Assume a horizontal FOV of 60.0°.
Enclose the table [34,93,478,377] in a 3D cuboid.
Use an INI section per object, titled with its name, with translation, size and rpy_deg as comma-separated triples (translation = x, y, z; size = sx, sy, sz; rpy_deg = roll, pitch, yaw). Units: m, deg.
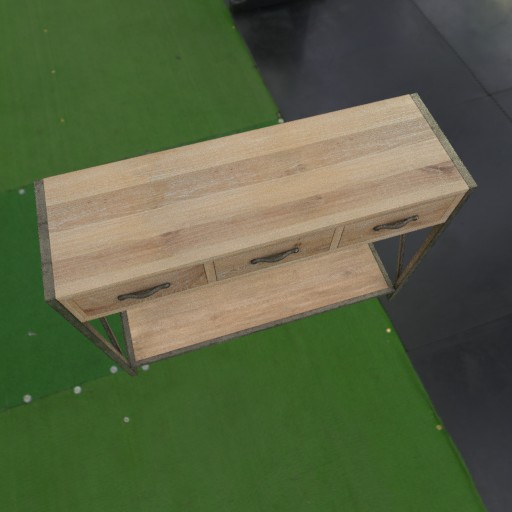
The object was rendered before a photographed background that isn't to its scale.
[table]
translation = 0.000, 0.000, 1.444
size = 1.059, 0.763, 0.361
rpy_deg = -15, 64, -8
